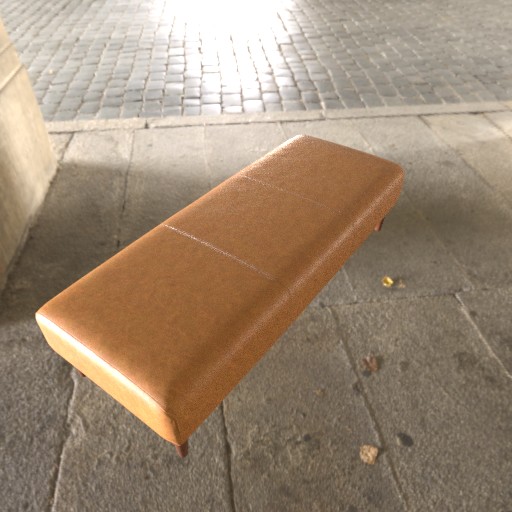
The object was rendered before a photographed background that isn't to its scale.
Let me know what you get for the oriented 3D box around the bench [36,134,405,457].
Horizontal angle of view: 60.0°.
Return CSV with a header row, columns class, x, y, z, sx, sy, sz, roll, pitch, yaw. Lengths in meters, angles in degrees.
class,x,y,z,sx,sy,sz,roll,pitch,yaw
bench,0.000,0.000,1.877,0.653,0.399,1.610,26,47,27
